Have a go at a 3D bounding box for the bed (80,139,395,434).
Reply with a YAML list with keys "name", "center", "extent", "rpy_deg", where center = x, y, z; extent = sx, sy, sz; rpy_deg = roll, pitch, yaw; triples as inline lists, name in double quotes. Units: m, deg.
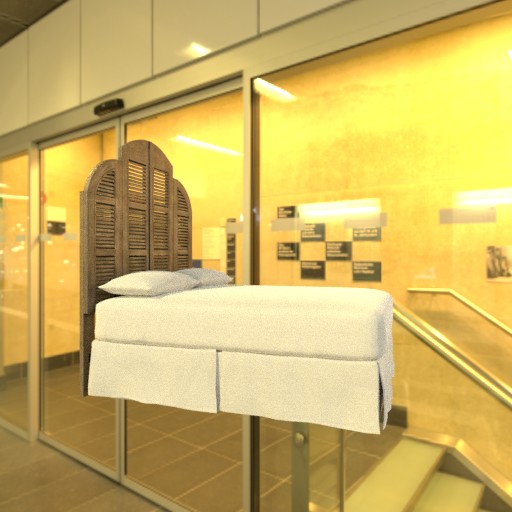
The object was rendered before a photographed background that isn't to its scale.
- name: "bed"
  center: [0.000, 0.000, 3.598]
  extent: [2.138, 2.019, 1.713]
  rpy_deg: [0, 0, 19]
